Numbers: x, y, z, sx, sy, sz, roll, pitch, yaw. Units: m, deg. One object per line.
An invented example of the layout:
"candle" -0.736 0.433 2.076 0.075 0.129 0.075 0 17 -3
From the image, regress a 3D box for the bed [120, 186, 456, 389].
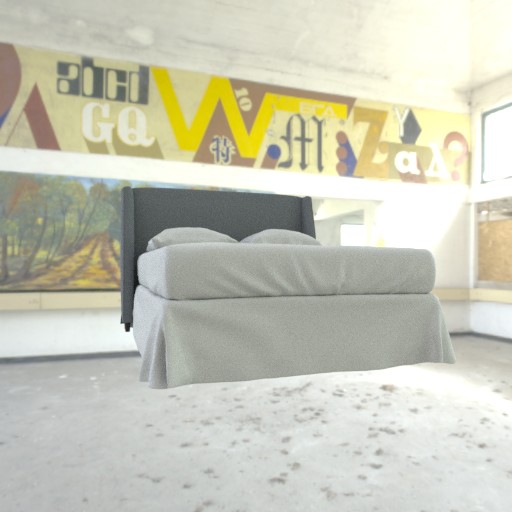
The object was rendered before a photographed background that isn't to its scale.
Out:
"bed" 0.000 0.000 3.381 1.925 1.332 2.276 0 -1 -19
